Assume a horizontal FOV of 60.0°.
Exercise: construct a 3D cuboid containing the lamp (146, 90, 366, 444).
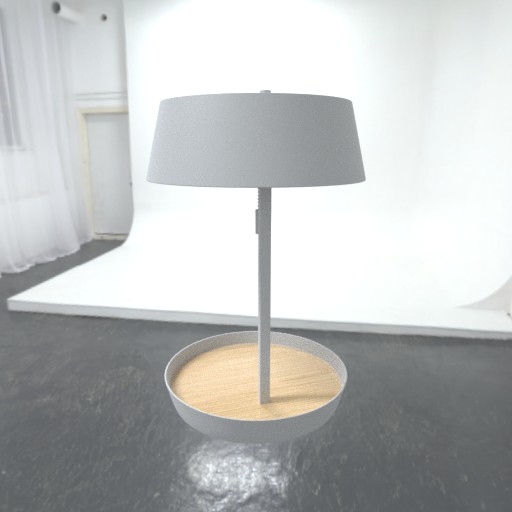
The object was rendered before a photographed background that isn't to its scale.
[{"bbox_3d":[0.000,0.000,0.629,0.291,0.429,0.291,0,14,0],"label":"lamp"}]
